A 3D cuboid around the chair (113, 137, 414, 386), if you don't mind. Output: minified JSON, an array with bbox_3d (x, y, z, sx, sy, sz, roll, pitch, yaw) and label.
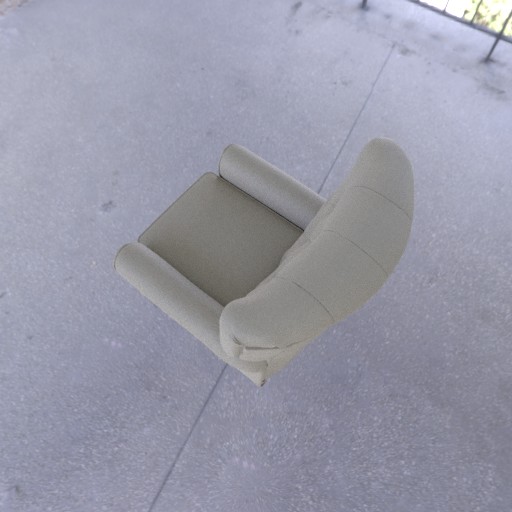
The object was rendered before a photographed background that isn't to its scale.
[{"bbox_3d":[0.000,0.000,1.967,1.059,1.158,0.943,35,68,17],"label":"chair"}]
